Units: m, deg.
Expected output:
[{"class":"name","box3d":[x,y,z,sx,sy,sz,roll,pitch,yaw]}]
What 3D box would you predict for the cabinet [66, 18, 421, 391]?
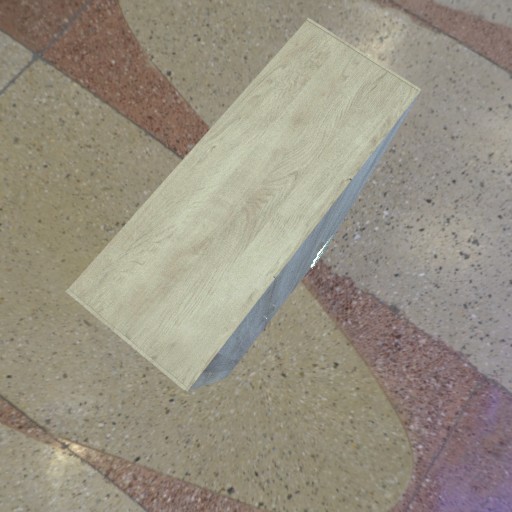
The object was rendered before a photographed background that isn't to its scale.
[{"class":"cabinet","box3d":[0.000,0.000,2.398,0.510,1.910,1.290,37,79,9]}]
